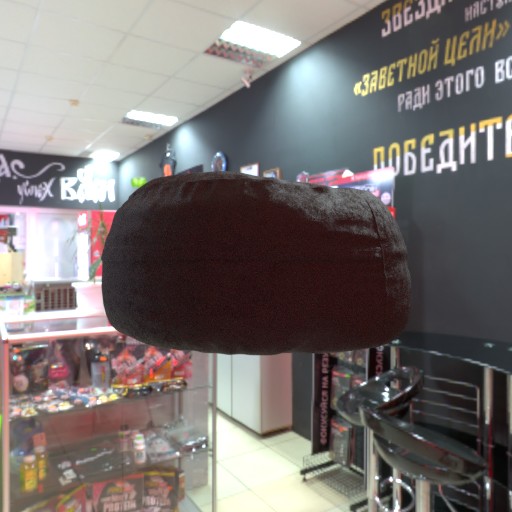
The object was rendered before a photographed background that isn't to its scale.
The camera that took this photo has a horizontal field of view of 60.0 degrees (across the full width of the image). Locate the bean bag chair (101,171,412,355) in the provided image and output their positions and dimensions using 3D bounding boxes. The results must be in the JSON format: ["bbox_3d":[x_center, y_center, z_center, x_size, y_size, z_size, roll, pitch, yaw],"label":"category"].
[{"bbox_3d":[0.000,0.000,2.304,1.525,0.751,1.525,0,1,0],"label":"bean bag chair"}]
